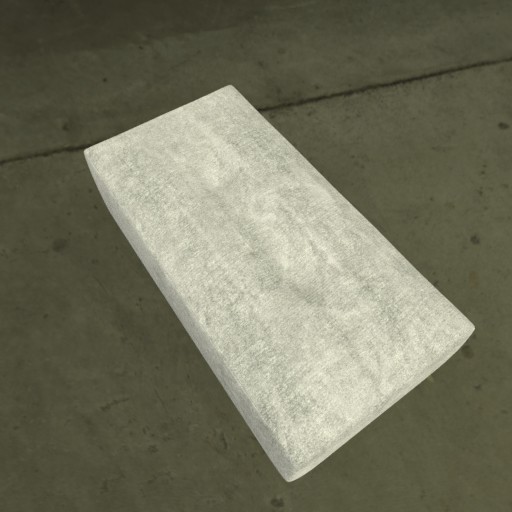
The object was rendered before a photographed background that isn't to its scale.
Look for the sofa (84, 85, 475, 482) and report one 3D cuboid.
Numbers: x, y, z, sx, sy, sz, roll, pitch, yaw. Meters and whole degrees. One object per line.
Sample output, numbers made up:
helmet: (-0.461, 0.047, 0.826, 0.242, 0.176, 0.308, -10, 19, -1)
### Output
sofa: (0.000, 0.000, 1.124, 0.480, 0.330, 0.930, -31, 64, -17)
